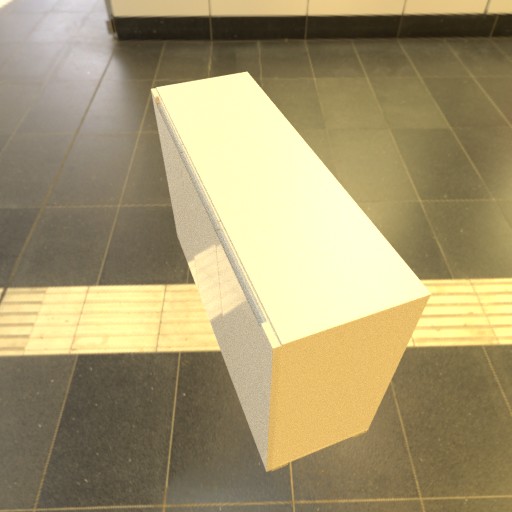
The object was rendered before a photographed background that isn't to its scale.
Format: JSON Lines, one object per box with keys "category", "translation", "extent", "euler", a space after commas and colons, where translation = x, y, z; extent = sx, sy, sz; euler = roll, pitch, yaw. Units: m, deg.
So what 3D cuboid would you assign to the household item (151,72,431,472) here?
{"category": "household item", "translation": [0.000, 0.000, 1.764], "extent": [0.420, 0.867, 1.300], "euler": [-16, 49, -14]}
